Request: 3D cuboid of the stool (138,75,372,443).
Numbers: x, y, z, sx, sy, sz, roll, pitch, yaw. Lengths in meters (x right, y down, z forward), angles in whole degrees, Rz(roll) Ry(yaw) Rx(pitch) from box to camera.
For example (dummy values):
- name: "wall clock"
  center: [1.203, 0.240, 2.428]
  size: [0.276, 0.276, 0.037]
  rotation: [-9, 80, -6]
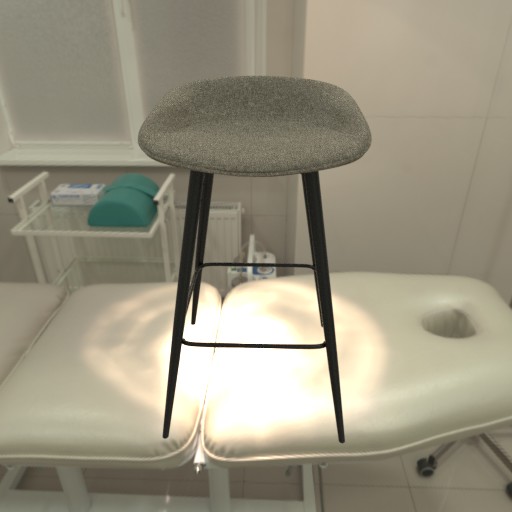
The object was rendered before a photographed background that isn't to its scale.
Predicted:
- name: "stool"
  center: [0.000, 0.000, 1.139]
  size: [0.469, 0.814, 0.480]
  rotation: [1, 30, 2]
